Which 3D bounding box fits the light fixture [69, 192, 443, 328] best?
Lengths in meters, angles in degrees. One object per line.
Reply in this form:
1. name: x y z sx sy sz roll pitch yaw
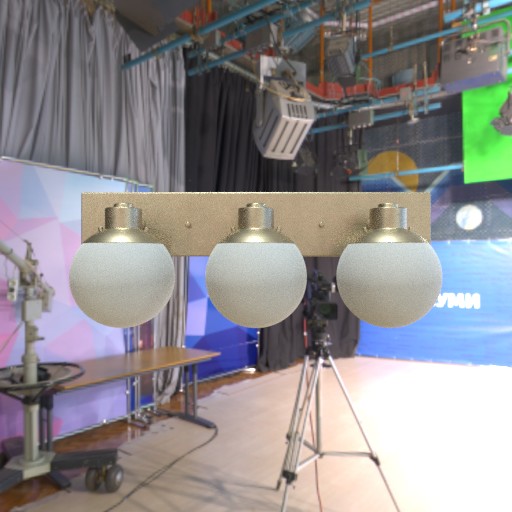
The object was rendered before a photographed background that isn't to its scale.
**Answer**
1. light fixture: 0.000 0.000 0.834 0.721 0.263 0.218 0 0 0
